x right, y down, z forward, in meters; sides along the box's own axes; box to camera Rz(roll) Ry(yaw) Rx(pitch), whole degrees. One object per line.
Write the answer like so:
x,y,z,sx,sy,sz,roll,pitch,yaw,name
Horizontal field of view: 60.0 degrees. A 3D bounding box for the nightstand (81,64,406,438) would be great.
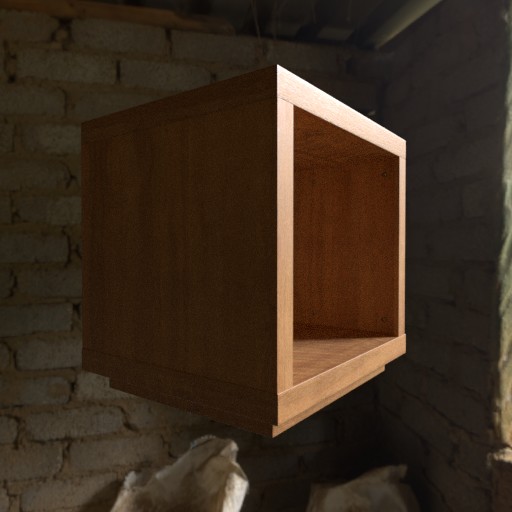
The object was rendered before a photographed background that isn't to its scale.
0.000,0.000,0.881,0.436,0.491,0.493,1,1,37,nightstand
